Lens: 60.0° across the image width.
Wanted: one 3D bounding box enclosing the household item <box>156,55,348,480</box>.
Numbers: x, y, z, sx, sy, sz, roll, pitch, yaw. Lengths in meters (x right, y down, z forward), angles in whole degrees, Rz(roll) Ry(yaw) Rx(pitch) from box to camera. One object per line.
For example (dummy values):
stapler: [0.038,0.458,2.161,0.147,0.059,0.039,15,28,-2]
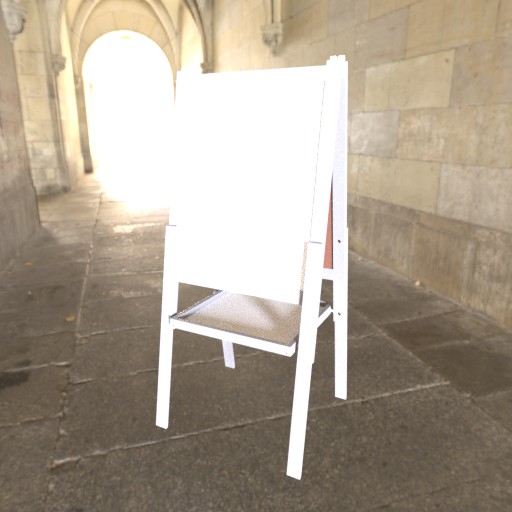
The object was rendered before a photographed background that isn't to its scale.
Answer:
household item: [0.000,0.000,1.449,0.531,1.172,0.469,8,18,27]
